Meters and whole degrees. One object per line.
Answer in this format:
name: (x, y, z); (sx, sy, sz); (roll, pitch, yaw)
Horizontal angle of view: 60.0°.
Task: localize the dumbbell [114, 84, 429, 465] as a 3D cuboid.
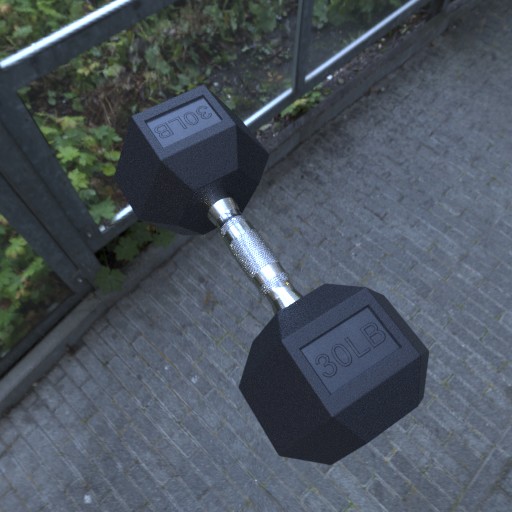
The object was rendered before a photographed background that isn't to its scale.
dumbbell: (0.000, 0.000, 0.387); (0.142, 0.123, 0.337); (-29, 67, -14)
